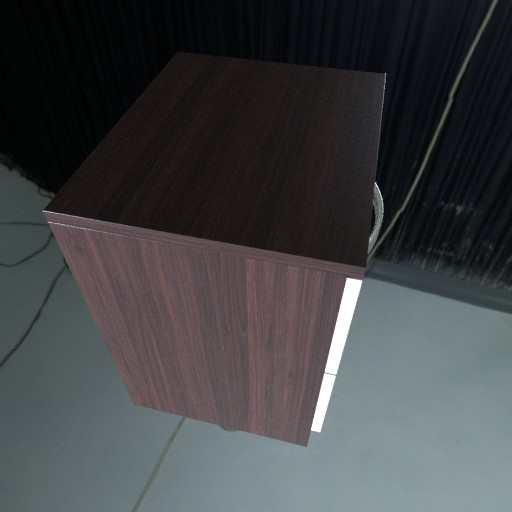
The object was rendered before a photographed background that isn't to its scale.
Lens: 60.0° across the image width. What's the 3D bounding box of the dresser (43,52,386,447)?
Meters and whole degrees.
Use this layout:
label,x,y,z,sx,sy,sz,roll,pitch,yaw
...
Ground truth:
label,x,y,z,sx,sy,sz,roll,pitch,yaw
dresser,0.000,0.000,0.737,0.360,0.470,0.400,10,48,9
